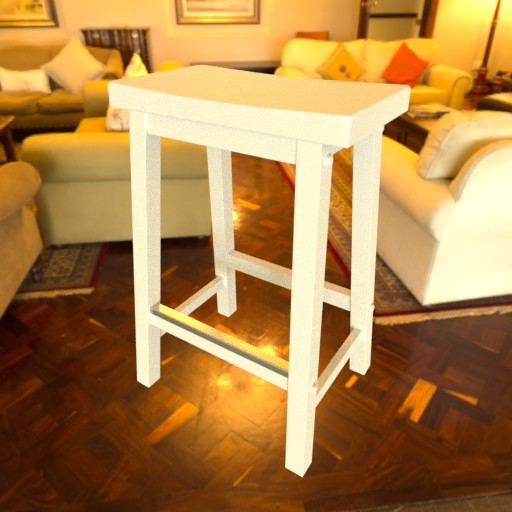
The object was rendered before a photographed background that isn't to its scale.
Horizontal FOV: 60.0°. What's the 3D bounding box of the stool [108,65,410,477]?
[{"bbox_3d":[0.000,0.000,0.828,0.406,0.610,0.322,19,35,28],"label":"stool"}]
